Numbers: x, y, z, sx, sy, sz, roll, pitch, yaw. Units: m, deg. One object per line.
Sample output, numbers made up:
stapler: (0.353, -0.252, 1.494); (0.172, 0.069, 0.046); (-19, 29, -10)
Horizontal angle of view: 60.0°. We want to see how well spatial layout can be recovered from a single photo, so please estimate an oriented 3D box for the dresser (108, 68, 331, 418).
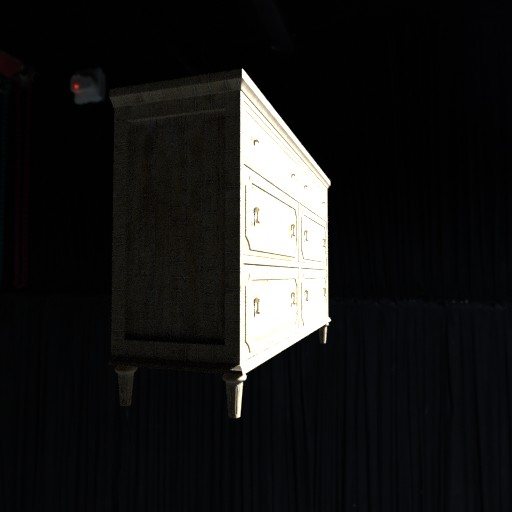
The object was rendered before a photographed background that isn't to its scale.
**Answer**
dresser: (0.000, 0.000, 2.107); (0.457, 1.016, 1.626); (-1, -3, 18)
